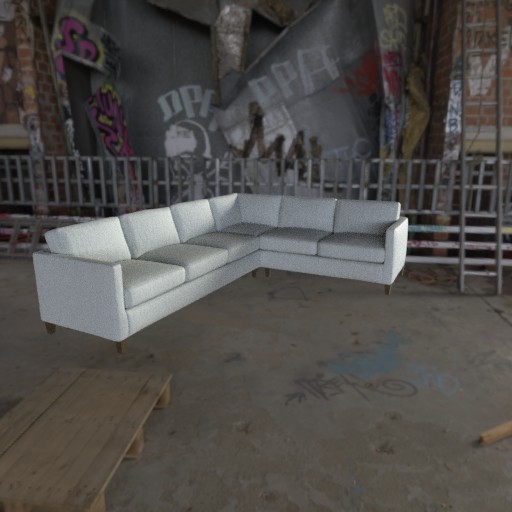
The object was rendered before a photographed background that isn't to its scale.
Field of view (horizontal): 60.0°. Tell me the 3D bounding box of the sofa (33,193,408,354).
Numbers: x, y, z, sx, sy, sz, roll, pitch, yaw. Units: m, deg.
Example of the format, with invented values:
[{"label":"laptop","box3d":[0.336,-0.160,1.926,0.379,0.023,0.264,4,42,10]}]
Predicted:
[{"label":"sofa","box3d":[0.000,0.000,4.561,2.522,0.934,3.333,7,16,26]}]
